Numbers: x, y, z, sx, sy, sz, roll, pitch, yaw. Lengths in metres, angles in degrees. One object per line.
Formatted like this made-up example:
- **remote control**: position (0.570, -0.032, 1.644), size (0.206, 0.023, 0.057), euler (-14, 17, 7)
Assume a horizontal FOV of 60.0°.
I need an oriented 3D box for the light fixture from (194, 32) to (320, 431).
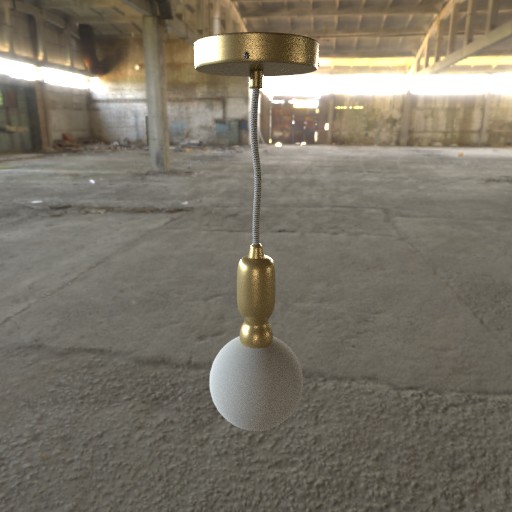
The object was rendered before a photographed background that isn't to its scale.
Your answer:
- **light fixture**: position (0.000, 0.000, 0.584), size (0.147, 0.510, 0.146), euler (2, 16, 8)
